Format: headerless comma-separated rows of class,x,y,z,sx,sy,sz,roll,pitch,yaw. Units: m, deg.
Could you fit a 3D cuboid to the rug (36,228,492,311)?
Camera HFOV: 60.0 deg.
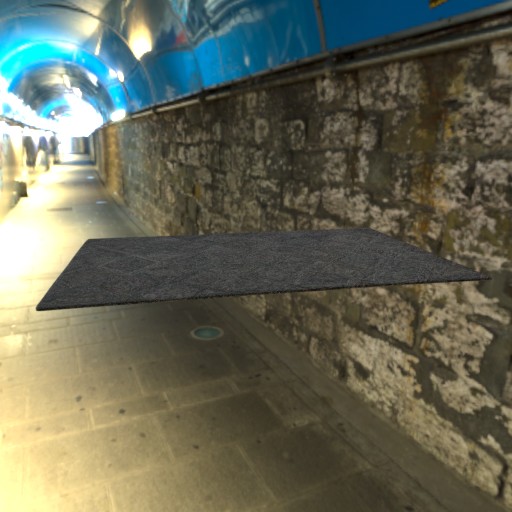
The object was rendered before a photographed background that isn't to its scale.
rug,0.000,0.000,2.188,1.752,0.013,1.158,-3,15,-11
